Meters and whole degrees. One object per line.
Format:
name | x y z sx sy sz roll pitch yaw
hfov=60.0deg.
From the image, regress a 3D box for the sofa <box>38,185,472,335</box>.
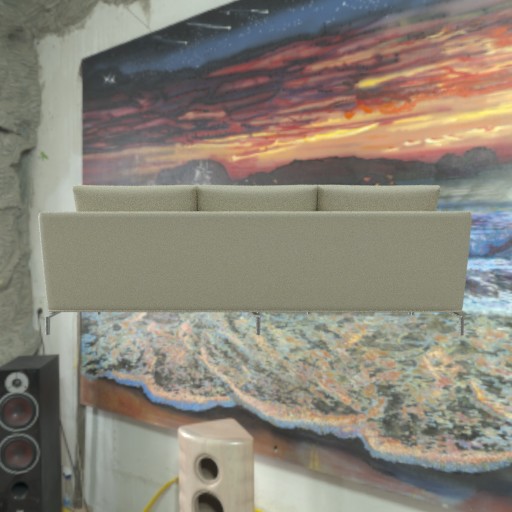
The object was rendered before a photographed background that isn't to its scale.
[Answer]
sofa | 0.000 0.000 3.674 2.448 0.867 2.430 0 1 0
